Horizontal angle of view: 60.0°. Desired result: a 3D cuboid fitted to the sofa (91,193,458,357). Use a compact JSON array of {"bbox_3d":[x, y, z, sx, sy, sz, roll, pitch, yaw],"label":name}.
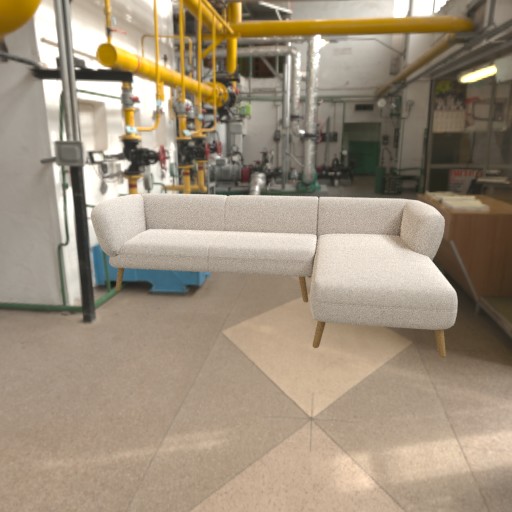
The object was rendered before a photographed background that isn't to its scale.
[{"bbox_3d":[0.000,0.000,3.337,2.660,0.730,1.610,2,16,9],"label":"sofa"}]
